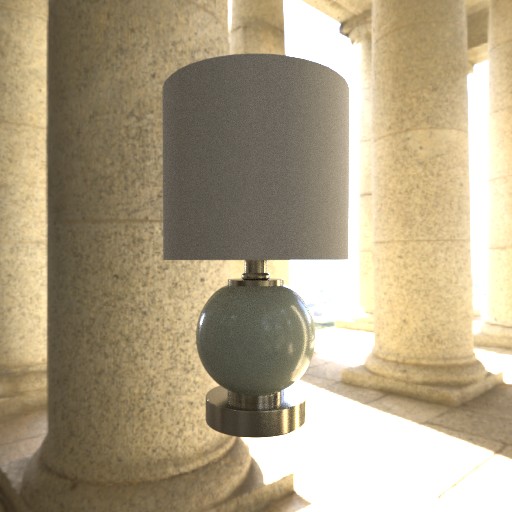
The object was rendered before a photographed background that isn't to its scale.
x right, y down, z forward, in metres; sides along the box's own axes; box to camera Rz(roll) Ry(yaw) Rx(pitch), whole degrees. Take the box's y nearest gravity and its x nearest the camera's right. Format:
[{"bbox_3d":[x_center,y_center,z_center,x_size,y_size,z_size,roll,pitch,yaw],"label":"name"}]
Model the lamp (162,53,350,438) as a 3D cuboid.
[{"bbox_3d":[0.000,0.000,0.484,0.201,0.353,0.201,0,-1,19],"label":"lamp"}]
